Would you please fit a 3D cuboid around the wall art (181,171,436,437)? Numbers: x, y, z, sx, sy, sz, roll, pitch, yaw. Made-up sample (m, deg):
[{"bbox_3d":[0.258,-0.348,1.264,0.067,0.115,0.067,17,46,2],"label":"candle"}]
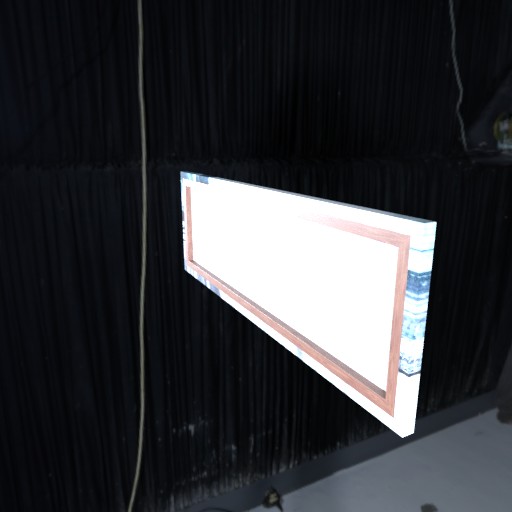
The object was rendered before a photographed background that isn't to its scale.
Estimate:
[{"bbox_3d":[0.000,0.000,1.624,0.037,0.509,1.524,-8,17,-27],"label":"wall art"}]
